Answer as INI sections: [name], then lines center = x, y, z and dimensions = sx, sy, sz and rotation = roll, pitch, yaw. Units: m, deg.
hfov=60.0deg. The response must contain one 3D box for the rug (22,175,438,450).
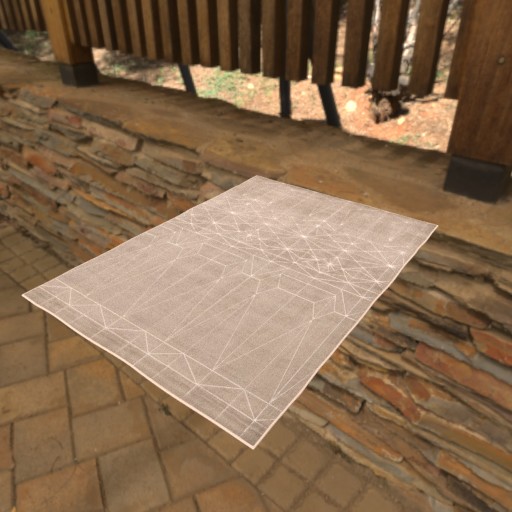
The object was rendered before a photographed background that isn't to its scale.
[rug]
center = 0.000, 0.000, 4.262
dimensions = 2.449, 0.019, 3.357
rotation = 21, 38, 30
